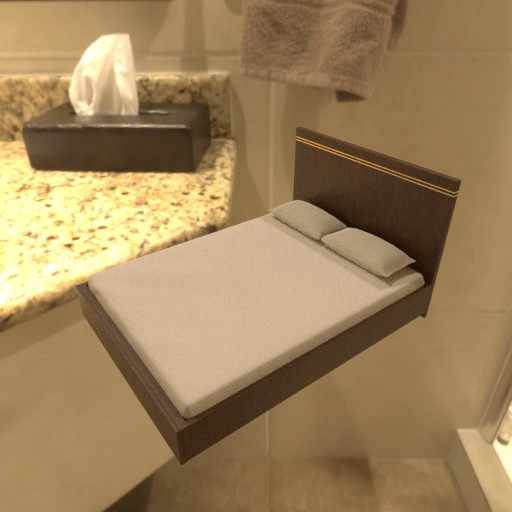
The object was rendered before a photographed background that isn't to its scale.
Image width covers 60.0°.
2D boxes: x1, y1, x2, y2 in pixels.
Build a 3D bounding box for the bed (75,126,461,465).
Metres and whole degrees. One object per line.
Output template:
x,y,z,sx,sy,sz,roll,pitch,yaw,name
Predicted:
0.000,0.000,3.247,2.221,1.169,1.613,-21,38,-31,bed
